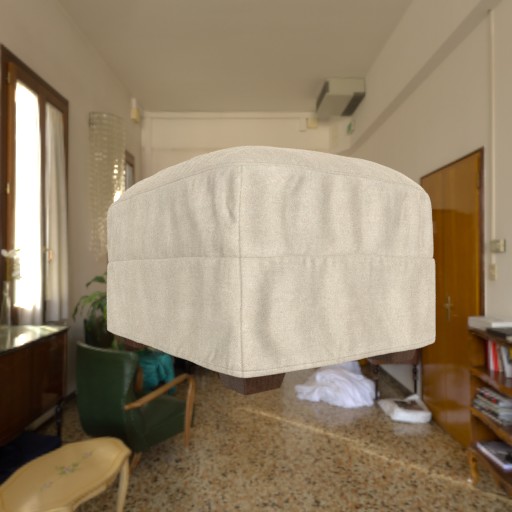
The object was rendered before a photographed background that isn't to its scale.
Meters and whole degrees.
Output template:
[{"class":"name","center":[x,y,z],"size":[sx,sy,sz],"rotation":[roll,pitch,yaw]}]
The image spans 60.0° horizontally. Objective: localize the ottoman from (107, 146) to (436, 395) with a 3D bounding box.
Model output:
[{"class":"ottoman","center":[0.000,0.000,1.120],"size":[0.584,0.480,0.712],"rotation":[0,-1,-36]}]
